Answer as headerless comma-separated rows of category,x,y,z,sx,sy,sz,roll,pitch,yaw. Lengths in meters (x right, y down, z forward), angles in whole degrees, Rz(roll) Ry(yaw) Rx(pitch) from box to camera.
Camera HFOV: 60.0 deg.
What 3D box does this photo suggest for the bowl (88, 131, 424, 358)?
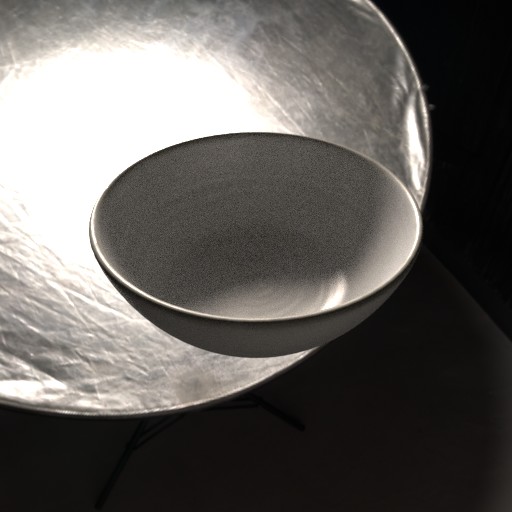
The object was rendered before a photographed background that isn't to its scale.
bowl,0.000,0.000,0.406,0.268,0.121,0.268,0,40,0
